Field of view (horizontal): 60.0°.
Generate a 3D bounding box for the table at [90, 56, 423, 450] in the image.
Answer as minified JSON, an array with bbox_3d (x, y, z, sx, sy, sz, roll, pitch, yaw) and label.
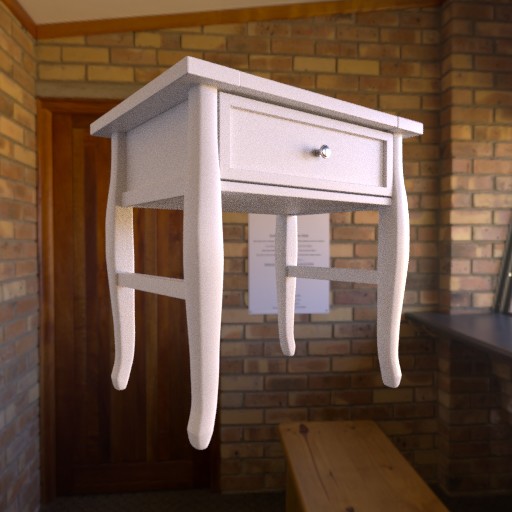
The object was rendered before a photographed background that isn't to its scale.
[{"bbox_3d":[0.000,0.000,1.014,0.599,0.605,0.463,-1,2,-37],"label":"table"}]
